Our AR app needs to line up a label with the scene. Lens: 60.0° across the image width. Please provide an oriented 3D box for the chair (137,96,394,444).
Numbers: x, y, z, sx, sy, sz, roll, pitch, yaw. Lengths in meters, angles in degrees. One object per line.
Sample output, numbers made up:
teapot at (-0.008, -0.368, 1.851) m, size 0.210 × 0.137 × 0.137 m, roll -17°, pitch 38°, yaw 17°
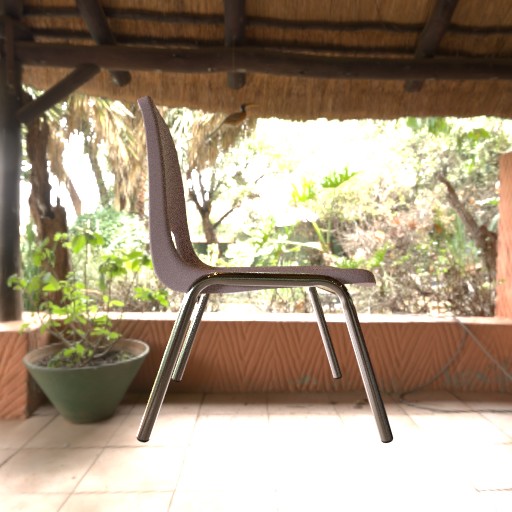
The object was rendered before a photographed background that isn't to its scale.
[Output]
chair at (0.000, 0.000, 0.799) m, size 0.385 × 0.536 × 0.354 m, roll 0°, pitch 0°, yaw -1°
